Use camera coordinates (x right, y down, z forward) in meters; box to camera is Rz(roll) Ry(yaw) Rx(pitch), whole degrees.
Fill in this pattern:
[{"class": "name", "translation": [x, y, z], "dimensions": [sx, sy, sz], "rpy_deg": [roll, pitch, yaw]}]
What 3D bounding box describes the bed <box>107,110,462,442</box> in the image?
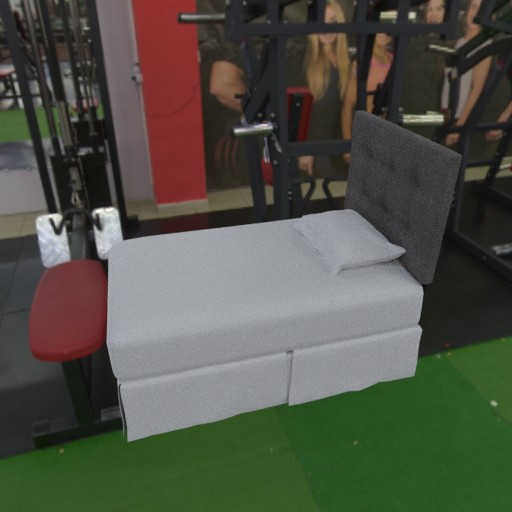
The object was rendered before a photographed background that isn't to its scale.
[{"class": "bed", "translation": [0.000, 0.000, 2.976], "dimensions": [1.997, 1.571, 1.261], "rpy_deg": [-8, 31, -13]}]
